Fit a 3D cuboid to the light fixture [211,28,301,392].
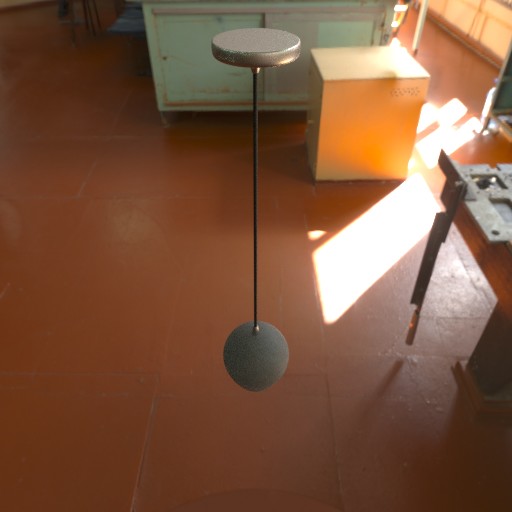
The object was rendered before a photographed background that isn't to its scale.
[{"bbox_3d":[0.000,0.000,0.838,0.153,0.760,0.153,24,46,25],"label":"light fixture"}]
